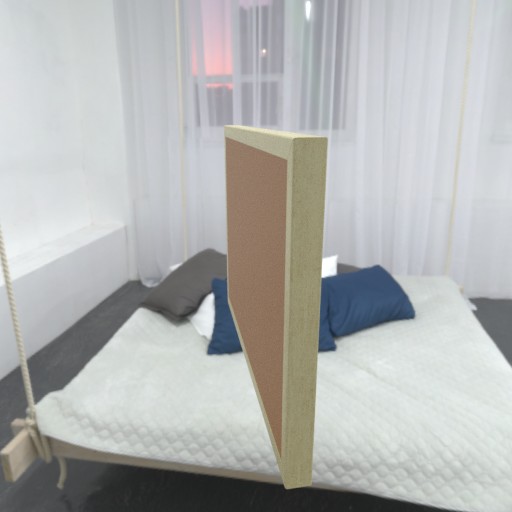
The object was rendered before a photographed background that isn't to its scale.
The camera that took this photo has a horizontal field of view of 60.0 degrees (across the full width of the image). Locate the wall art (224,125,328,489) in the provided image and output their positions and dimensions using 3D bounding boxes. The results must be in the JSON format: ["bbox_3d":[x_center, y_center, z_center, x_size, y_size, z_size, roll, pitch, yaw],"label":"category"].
[{"bbox_3d":[0.000,0.000,0.691,0.032,0.381,0.533,-3,18,-10],"label":"wall art"}]
